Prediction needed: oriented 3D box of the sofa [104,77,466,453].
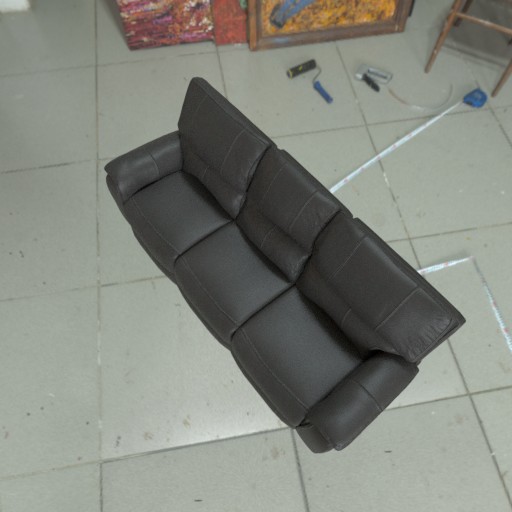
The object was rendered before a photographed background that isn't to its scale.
[{"bbox_3d":[0.000,0.000,3.195,1.104,1.134,2.627,-36,68,-17],"label":"sofa"}]
